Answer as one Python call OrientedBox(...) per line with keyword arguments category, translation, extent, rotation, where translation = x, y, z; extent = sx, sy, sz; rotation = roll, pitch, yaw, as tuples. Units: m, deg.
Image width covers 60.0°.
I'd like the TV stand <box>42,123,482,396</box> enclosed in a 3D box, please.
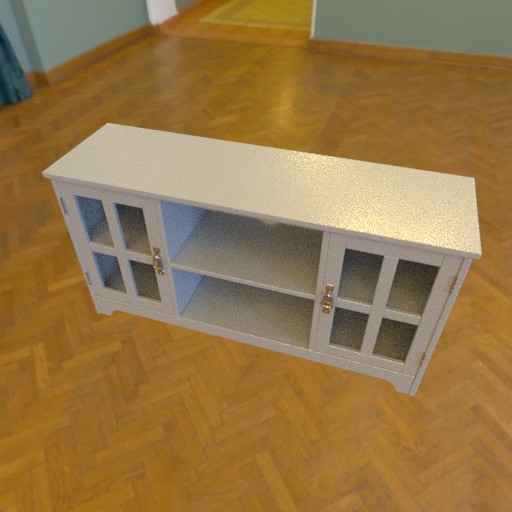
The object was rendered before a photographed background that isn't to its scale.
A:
OrientedBox(category="TV stand", translation=(0.000, 0.000, 1.443), extent=(1.167, 0.603, 0.344), rotation=(12, 42, 13))
